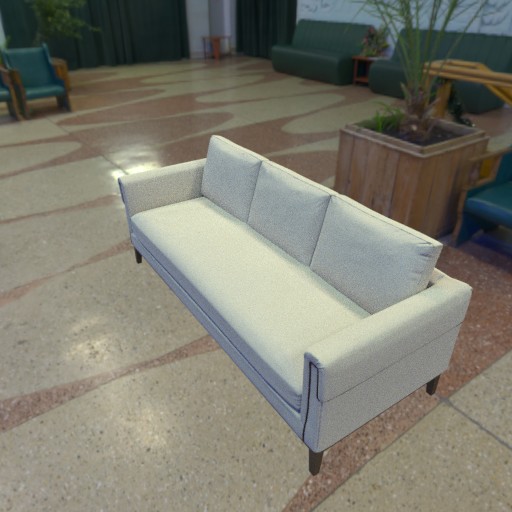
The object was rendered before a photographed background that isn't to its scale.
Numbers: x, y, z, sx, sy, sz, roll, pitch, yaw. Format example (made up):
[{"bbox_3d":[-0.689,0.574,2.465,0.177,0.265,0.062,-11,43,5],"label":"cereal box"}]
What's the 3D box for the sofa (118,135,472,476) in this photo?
[{"bbox_3d":[0.000,0.000,2.652,0.902,0.911,2.198,-19,36,-28],"label":"sofa"}]
